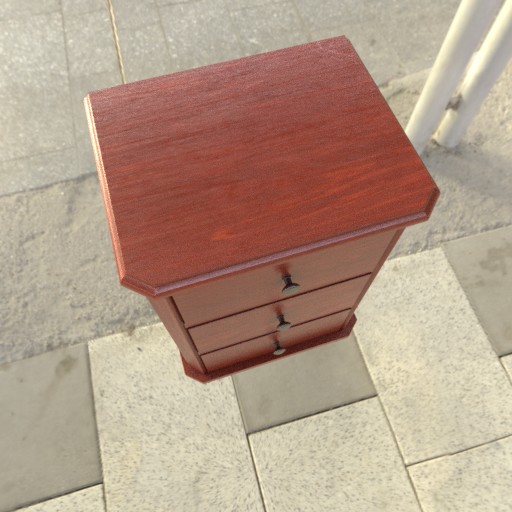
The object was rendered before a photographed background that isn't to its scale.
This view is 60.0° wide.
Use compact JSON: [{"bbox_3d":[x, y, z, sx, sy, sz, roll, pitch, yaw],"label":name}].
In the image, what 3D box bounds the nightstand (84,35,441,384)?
[{"bbox_3d":[0.000,0.000,0.917,0.435,0.681,0.351,-16,65,-8],"label":"nightstand"}]
